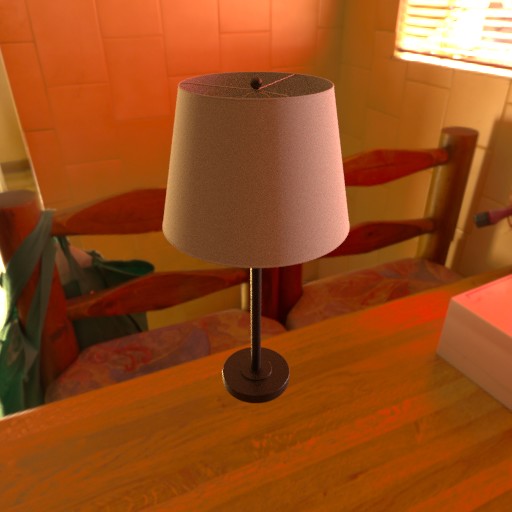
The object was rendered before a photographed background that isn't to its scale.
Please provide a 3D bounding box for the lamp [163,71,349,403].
[{"bbox_3d":[0.000,0.000,0.918,0.363,0.696,0.363,0,31,0],"label":"lamp"}]
